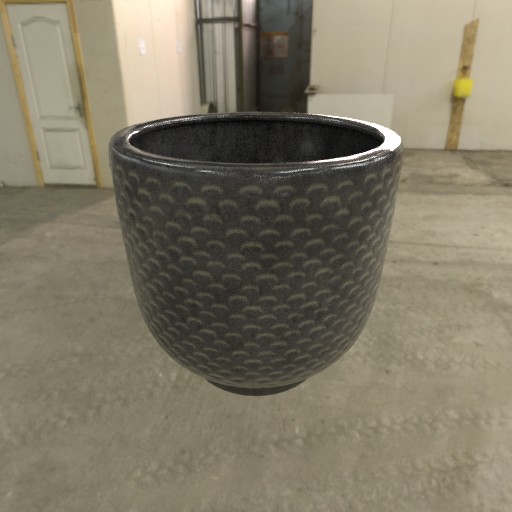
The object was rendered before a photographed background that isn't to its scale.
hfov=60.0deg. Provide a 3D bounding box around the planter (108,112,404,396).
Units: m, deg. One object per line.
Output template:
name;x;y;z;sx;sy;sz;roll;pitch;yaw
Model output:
planter;0.000;0.000;0.346;0.197;0.191;0.197;0;26;0
